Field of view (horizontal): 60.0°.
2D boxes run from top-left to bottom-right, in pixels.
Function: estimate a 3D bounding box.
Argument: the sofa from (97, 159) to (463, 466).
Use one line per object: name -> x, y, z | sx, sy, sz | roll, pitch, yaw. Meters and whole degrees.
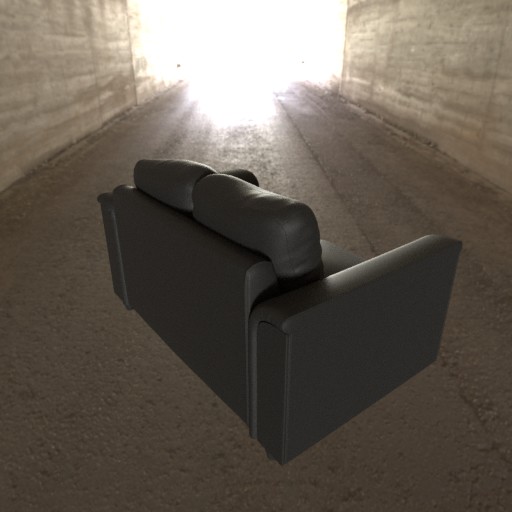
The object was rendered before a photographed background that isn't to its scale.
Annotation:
sofa -> 0.000, 0.000, 1.971 | 0.887, 0.845, 1.386 | -18, 31, -34
